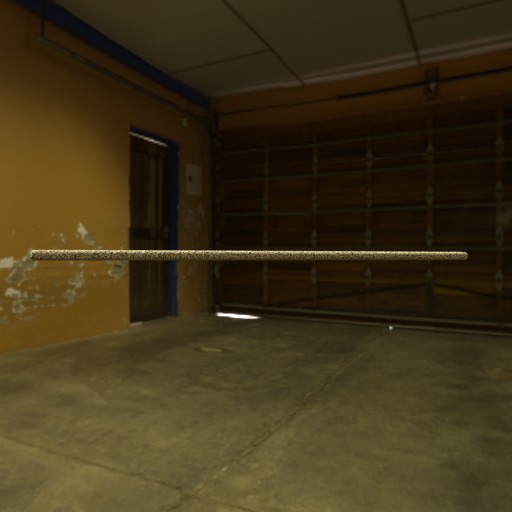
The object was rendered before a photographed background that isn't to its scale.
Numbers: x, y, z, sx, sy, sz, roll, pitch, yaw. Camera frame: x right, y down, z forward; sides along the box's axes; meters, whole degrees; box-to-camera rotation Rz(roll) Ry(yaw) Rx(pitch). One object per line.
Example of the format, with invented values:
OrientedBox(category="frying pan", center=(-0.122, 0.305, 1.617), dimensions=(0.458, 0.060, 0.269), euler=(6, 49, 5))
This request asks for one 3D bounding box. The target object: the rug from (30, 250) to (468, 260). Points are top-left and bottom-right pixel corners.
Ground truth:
OrientedBox(category="rug", center=(0.000, 0.000, 1.759), dimensions=(1.524, 0.030, 0.609), euler=(0, 0, -18))
